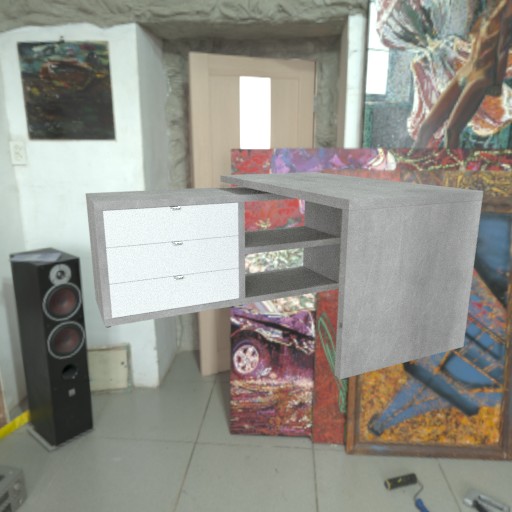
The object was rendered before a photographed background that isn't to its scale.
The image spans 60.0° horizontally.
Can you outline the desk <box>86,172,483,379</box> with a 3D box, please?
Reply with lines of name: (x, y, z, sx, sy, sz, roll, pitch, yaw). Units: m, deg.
desk: (0.000, 0.000, 2.302, 1.500, 0.740, 1.400, -7, 16, -24)
